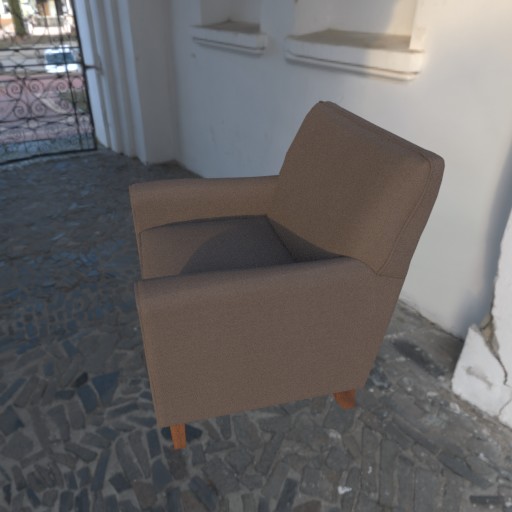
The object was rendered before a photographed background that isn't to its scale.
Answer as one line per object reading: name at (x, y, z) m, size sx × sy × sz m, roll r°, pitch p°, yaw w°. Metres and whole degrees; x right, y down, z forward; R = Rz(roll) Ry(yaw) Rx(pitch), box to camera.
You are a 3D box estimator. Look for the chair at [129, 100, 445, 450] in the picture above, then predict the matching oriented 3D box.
chair at (0.000, 0.000, 1.601) m, size 0.831 × 0.911 × 0.836 m, roll -8°, pitch 31°, yaw -13°
